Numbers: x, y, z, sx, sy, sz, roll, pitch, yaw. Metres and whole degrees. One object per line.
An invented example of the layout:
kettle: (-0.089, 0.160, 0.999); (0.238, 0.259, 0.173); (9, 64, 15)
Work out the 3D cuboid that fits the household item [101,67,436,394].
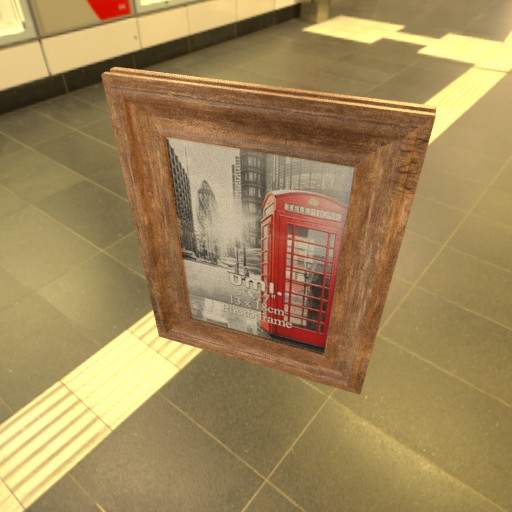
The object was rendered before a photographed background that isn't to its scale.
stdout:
household item: (0.000, 0.000, 0.316); (0.186, 0.237, 0.018); (13, 42, 14)
